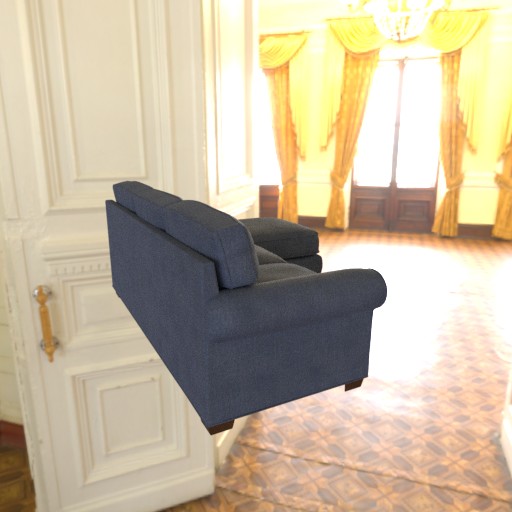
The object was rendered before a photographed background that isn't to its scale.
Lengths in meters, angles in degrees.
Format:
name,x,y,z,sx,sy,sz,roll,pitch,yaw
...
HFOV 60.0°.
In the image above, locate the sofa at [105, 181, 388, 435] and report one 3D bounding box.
name,x,y,z,sx,sy,sz,roll,pitch,yaw
sofa,0.000,0.000,3.397,1.780,1.063,2.567,-8,17,-27
